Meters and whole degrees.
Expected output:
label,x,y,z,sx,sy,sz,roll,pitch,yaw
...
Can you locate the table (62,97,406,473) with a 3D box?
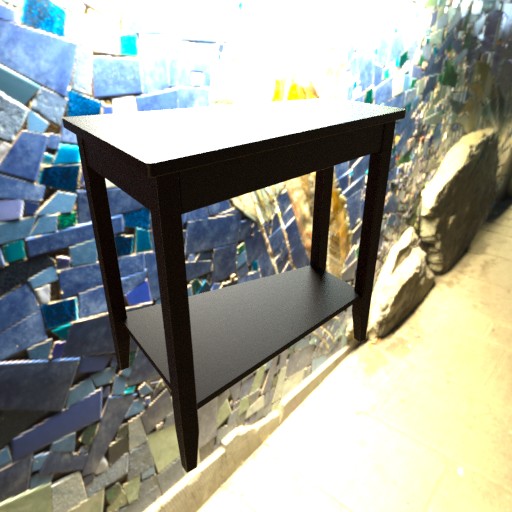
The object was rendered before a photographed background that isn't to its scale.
label,x,y,z,sx,sy,sz,roll,pitch,yaw
table,0.000,0.000,0.967,0.605,0.589,0.399,-18,32,-31
